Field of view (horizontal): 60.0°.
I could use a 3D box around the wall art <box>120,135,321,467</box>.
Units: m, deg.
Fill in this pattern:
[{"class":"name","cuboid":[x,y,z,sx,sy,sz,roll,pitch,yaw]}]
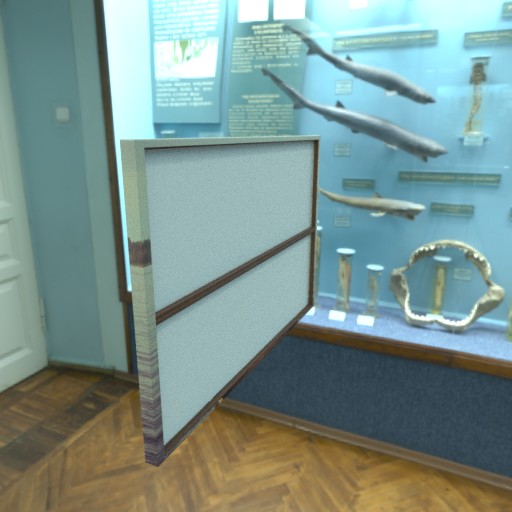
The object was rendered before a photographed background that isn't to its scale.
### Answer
[{"class":"wall art","cuboid":[0.000,0.000,1.468,0.040,0.765,1.149,8,17,25]}]
